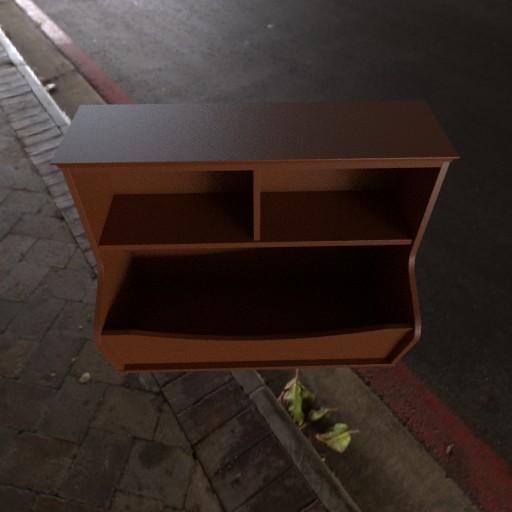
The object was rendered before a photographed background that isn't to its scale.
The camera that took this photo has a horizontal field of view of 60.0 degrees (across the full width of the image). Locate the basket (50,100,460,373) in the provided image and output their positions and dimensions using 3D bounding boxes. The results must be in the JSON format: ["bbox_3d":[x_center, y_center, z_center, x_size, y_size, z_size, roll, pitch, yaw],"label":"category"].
[{"bbox_3d":[0.000,0.000,1.112,0.792,0.625,0.376,-1,46,-1],"label":"basket"}]
